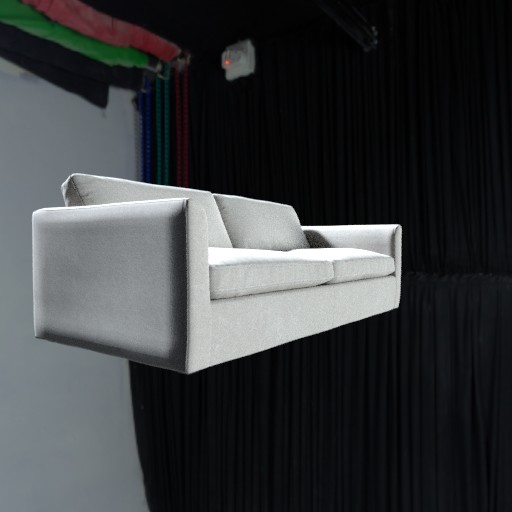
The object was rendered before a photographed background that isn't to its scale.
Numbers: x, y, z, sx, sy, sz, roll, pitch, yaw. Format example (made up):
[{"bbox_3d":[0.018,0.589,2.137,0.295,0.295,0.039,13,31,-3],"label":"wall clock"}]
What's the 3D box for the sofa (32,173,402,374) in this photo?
[{"bbox_3d":[0.000,0.000,2.740,1.090,0.838,2.588,1,1,36],"label":"sofa"}]
